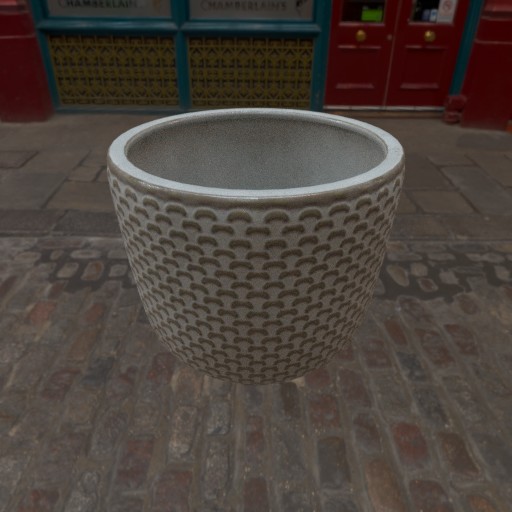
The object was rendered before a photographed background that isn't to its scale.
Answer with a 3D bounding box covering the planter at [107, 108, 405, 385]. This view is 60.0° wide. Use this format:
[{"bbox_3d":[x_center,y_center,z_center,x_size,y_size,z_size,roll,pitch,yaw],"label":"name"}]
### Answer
[{"bbox_3d":[0.000,0.000,0.303,0.173,0.160,0.173,0,31,0],"label":"planter"}]
